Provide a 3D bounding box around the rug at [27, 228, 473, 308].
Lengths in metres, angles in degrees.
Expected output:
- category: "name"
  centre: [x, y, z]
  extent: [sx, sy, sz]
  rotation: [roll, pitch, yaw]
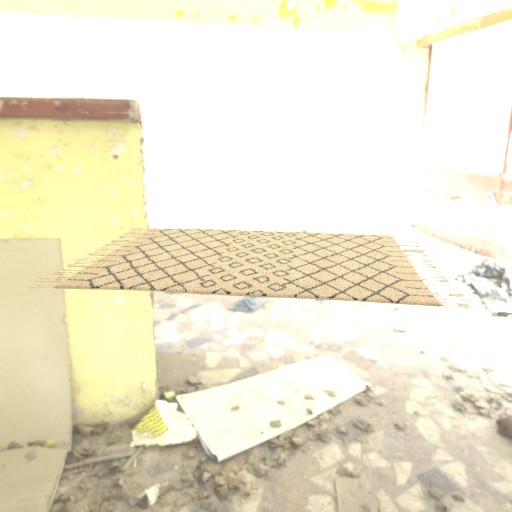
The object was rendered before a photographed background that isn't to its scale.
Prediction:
- category: "rug"
  centre: [0.000, 0.000, 3.283]
  extent: [2.615, 0.029, 1.664]
  rotation: [2, 16, 7]
